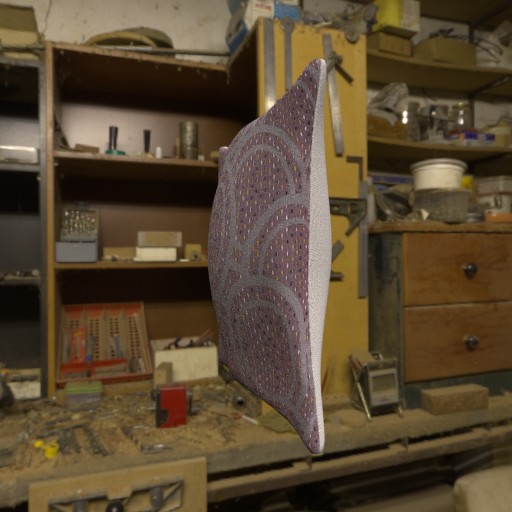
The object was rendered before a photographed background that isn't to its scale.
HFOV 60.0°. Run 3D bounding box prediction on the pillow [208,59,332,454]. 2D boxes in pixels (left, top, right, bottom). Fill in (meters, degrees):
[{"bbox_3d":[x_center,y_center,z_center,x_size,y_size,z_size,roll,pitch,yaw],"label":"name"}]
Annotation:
[{"bbox_3d":[0.000,0.000,0.811,0.163,0.513,0.514,0,1,-18],"label":"pillow"}]
